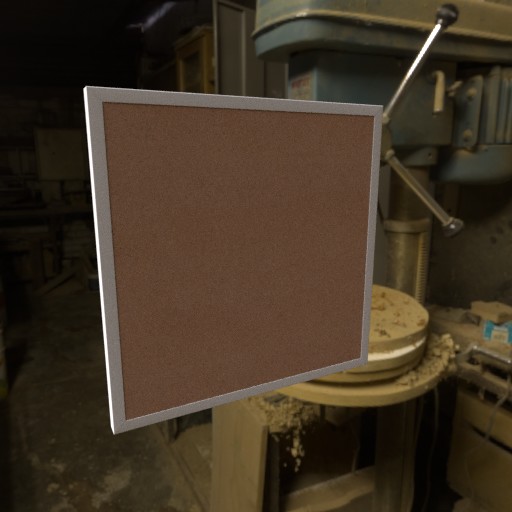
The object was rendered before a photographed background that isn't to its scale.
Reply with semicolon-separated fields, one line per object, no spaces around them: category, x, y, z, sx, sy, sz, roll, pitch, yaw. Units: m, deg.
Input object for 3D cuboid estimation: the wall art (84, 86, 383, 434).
wall art;0.000;0.000;1.128;0.760;0.760;0.036;-7;14;-27
